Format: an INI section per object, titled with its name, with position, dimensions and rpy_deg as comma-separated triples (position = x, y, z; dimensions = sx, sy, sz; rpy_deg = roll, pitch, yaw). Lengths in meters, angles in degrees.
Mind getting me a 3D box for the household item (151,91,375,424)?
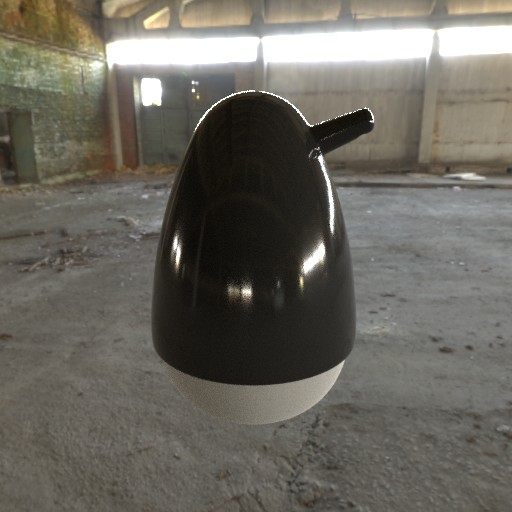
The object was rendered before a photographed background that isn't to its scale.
[household item]
position = 0.000, 0.000, 0.217
dimensions = 0.104, 0.152, 0.102
rpy_deg = 3, 15, 10
